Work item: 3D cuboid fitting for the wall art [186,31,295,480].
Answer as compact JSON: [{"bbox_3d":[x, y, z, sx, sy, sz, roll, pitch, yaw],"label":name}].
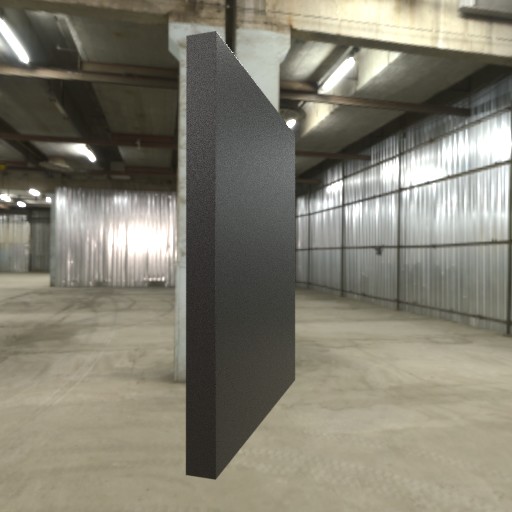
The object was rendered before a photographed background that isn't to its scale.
[{"bbox_3d":[0.000,0.000,0.535,0.028,0.380,0.325,0,-1,17],"label":"wall art"}]
